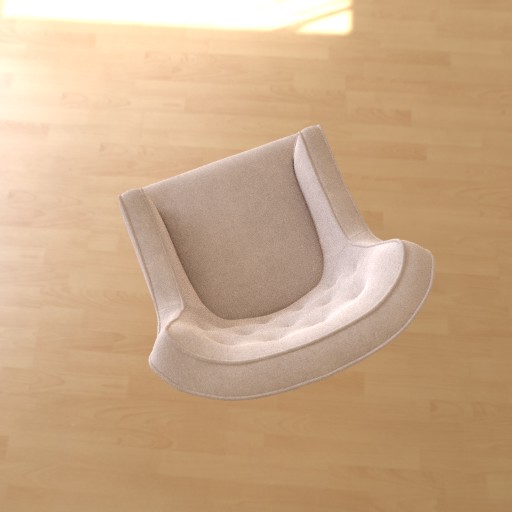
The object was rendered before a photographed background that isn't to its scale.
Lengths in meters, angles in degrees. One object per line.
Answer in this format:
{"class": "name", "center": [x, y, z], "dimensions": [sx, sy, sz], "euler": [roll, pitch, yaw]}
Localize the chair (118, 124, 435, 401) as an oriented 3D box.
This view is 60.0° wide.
{"class": "chair", "center": [0.000, 0.000, 1.590], "dimensions": [0.781, 0.920, 0.910], "euler": [-21, 76, -6]}
